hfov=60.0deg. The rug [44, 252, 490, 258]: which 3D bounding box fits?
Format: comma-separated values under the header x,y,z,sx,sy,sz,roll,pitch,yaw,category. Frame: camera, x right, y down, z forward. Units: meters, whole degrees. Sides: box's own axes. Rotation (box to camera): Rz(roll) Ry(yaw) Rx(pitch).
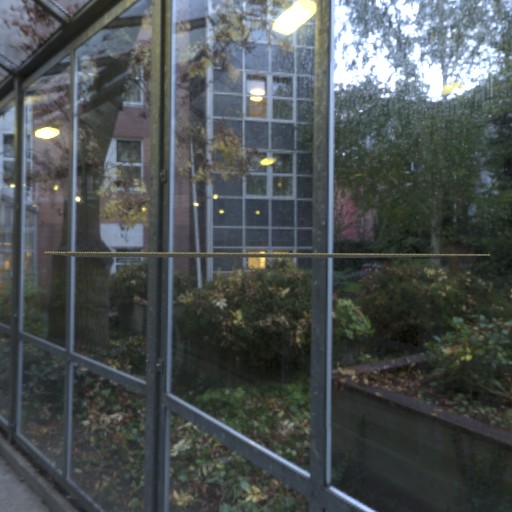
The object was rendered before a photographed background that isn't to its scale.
x,y,z,sx,sy,sz,roll,pitch,yaw,category
0.000,0.000,2.882,2.286,0.006,1.524,0,-1,-17,rug
